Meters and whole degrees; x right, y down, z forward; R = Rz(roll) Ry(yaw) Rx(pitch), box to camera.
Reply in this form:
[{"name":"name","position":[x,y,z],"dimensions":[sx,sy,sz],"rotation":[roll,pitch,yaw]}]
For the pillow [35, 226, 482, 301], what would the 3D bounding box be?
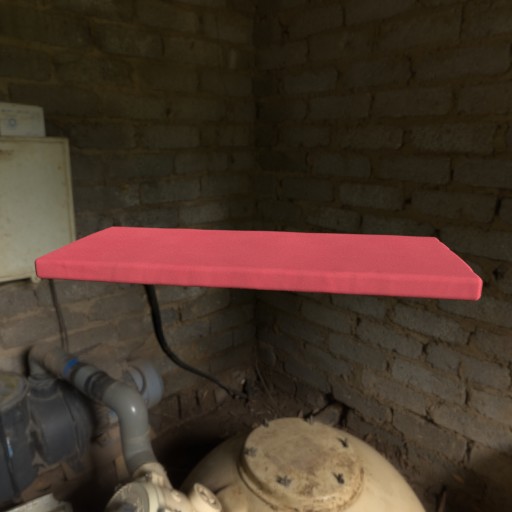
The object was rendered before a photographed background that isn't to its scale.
[{"name":"pillow","position":[0.000,0.000,1.345],"dimensions":[1.187,0.081,0.492],"rotation":[2,15,9]}]
